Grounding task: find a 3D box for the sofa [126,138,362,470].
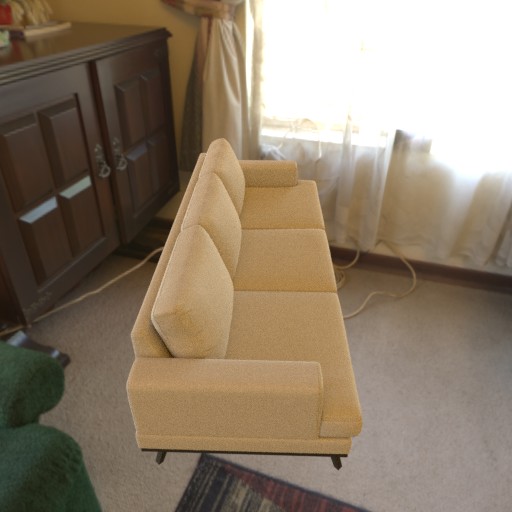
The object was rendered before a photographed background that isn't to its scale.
[{"bbox_3d":[0.000,0.000,2.680,0.920,0.810,2.310,1,33,2],"label":"sofa"}]
